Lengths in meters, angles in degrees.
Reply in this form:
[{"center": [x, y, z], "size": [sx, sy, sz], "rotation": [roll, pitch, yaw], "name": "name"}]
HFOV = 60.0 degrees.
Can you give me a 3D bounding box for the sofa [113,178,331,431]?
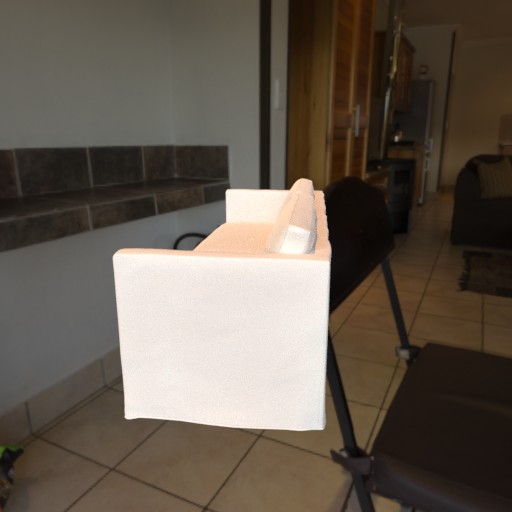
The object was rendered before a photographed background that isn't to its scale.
[{"center": [0.000, 0.000, 3.356], "size": [1.036, 0.999, 2.779], "rotation": [2, 15, 7], "name": "sofa"}]
